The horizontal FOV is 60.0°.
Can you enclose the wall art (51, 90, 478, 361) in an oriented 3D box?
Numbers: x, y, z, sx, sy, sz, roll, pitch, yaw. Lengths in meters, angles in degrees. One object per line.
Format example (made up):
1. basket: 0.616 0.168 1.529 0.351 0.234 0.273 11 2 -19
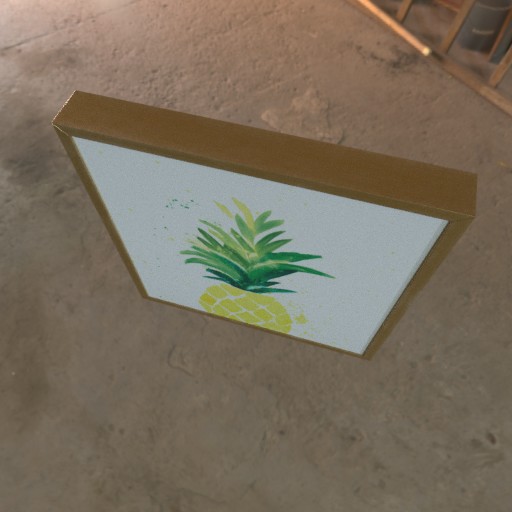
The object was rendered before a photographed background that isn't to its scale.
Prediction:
1. wall art: 0.000 0.000 0.447 0.306 0.305 0.038 14 60 8
